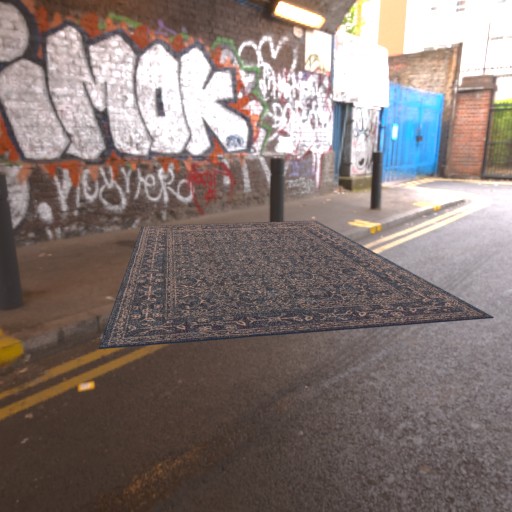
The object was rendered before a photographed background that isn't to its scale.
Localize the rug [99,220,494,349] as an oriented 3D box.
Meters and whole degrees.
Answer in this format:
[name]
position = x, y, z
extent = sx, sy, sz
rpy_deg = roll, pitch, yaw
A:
[rug]
position = 0.000, 0.000, 2.167
extent = 1.200, 0.005, 1.819
rpy_deg = -3, 15, -10
